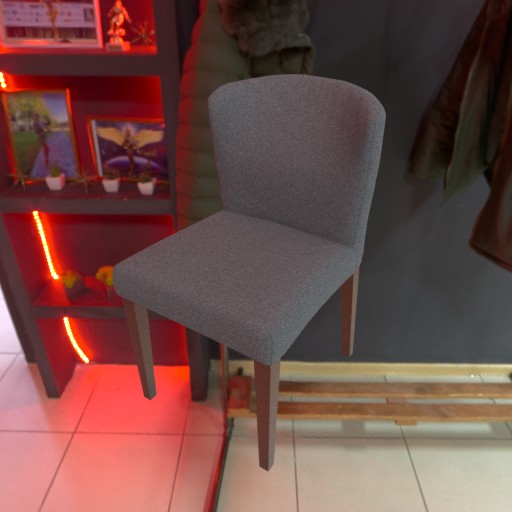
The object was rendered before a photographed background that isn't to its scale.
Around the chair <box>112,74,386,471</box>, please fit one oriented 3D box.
[{"bbox_3d":[0.000,0.000,1.187,0.491,0.839,0.592,18,35,29],"label":"chair"}]
